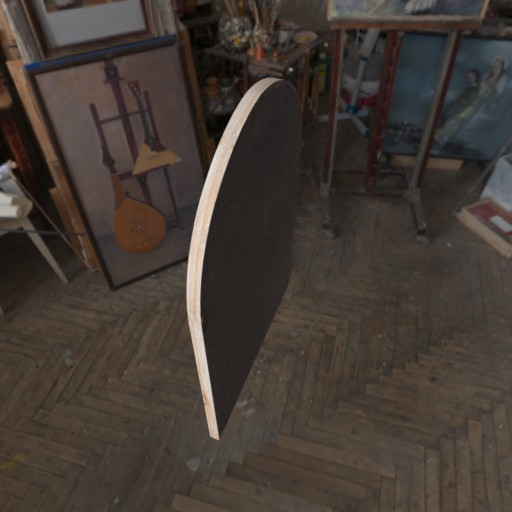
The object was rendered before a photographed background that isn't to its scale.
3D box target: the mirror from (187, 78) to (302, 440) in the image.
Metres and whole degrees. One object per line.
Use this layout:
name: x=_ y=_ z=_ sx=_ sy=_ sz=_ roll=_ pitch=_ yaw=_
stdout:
mirror: x=0.000 y=0.000 z=1.187 sx=0.032 sy=0.920 sz=0.660 roll=16 pitch=49 yaw=15
